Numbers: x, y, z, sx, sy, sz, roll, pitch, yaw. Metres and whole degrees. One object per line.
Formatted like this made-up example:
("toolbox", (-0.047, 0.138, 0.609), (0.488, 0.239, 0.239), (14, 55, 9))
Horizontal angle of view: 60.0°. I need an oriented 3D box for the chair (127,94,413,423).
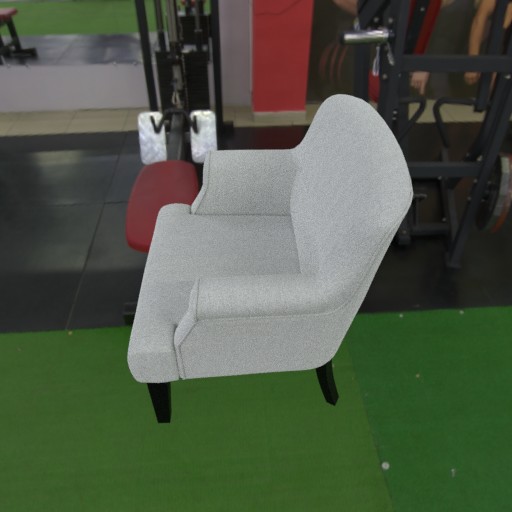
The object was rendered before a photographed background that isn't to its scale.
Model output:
("chair", (0.000, 0.000, 1.462), (0.750, 0.875, 0.781), (-1, 41, -2))
